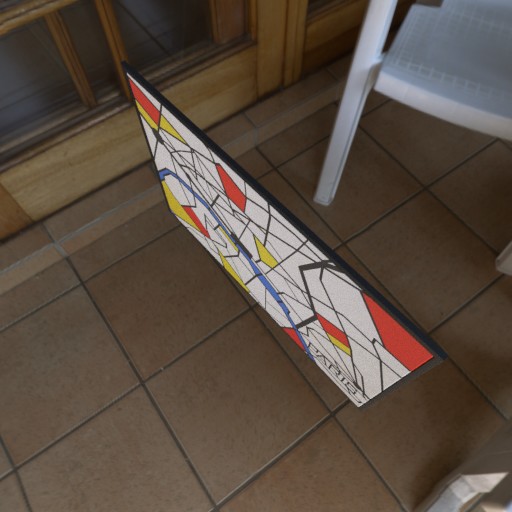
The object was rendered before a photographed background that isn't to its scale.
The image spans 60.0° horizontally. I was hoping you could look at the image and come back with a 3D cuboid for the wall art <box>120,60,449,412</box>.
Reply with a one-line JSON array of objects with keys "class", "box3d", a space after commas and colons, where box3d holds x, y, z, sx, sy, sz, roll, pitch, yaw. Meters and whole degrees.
[{"class": "wall art", "box3d": [0.000, 0.000, 1.206, 0.013, 0.665, 0.963, -39, 70, -17]}]
